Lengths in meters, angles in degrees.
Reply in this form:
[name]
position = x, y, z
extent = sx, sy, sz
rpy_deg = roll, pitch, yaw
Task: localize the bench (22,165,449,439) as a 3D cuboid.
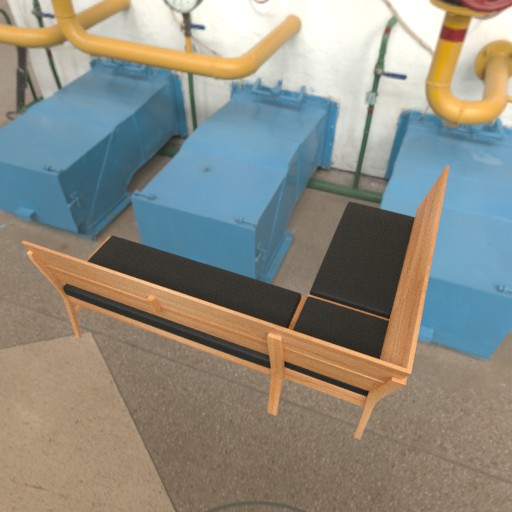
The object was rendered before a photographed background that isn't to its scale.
[bench]
position = 0.000, 0.000, 2.808
extent = 1.948, 0.890, 1.548
rpy_deg = 16, 48, 16
